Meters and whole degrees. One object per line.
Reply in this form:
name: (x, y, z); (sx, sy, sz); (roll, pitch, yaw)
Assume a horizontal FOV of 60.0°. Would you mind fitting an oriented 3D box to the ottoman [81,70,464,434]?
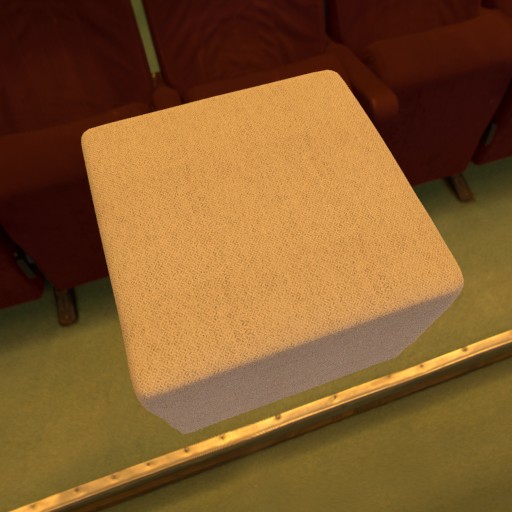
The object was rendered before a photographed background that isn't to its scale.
ottoman: (0.000, 0.000, 0.900); (0.521, 0.453, 0.512); (-17, 64, -9)
